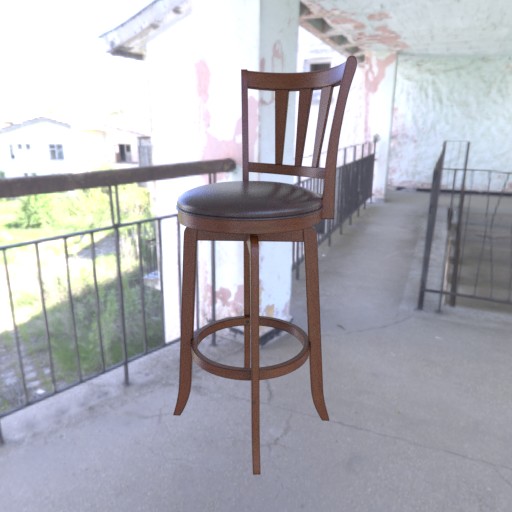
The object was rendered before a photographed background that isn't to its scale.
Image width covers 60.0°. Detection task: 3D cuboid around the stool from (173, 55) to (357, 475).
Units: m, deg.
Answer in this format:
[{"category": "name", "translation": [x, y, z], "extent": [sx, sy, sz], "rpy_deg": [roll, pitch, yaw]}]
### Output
[{"category": "stool", "translation": [0.000, 0.000, 1.430], "extent": [0.464, 1.177, 0.503], "rpy_deg": [15, 22, 42]}]
